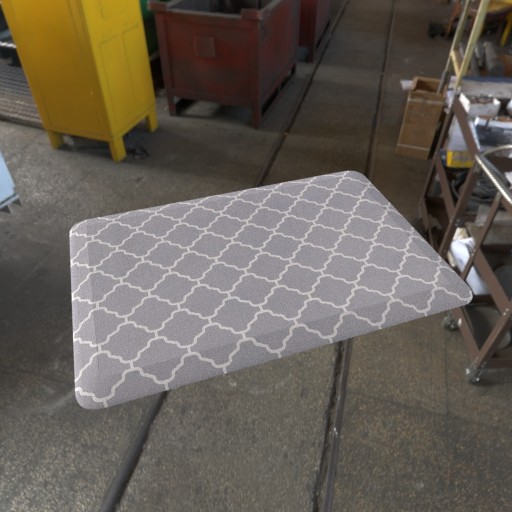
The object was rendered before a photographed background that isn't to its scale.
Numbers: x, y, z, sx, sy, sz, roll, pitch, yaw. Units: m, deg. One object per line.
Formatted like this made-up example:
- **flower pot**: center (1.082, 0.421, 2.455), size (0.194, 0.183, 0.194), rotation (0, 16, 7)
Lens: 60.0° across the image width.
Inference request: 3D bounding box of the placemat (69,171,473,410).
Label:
- **placemat**: center (0.000, 0.000, 0.954), size (0.762, 0.021, 0.508), rotation (-13, 44, -13)
